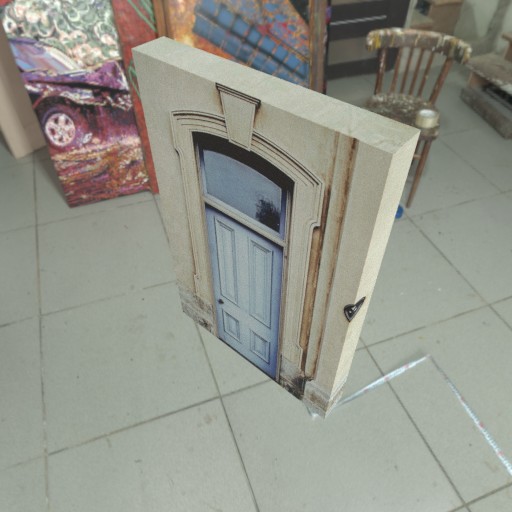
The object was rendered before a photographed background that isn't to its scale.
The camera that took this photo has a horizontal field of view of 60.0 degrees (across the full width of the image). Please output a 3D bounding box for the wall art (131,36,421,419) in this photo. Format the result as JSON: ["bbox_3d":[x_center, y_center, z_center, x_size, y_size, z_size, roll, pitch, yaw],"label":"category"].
[{"bbox_3d":[0.000,0.000,0.477,0.254,0.381,0.038,31,54,27],"label":"wall art"}]
